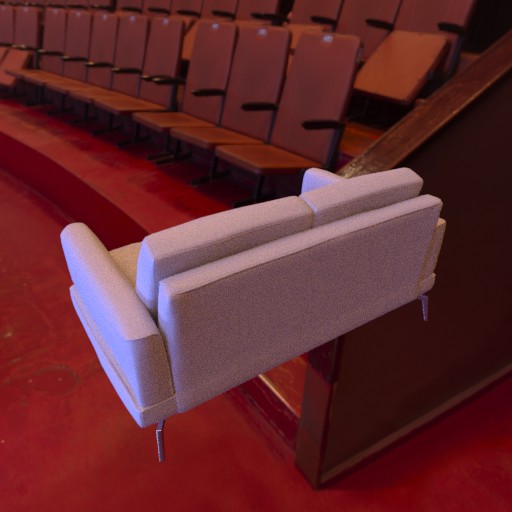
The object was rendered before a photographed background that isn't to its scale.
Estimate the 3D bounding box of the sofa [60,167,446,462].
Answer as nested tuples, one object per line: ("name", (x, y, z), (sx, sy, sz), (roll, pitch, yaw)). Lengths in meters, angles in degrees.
("sofa", (0.000, 0.000, 2.401), (1.819, 0.930, 1.121), (-18, 34, -29))
